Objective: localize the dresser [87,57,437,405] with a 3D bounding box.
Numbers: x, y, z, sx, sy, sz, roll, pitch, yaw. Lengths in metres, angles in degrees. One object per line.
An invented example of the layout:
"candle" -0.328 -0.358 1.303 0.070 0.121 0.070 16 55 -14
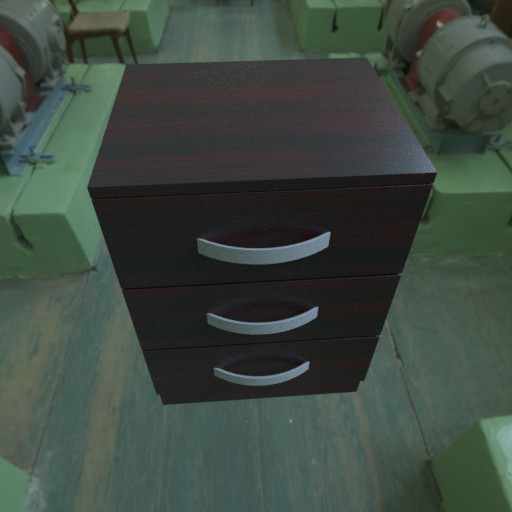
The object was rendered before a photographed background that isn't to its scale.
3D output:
"dresser" 0.000 0.000 0.811 0.400 0.560 0.360 -3 46 -3
